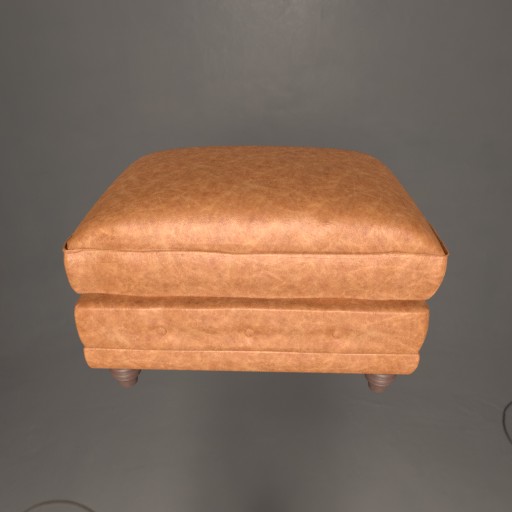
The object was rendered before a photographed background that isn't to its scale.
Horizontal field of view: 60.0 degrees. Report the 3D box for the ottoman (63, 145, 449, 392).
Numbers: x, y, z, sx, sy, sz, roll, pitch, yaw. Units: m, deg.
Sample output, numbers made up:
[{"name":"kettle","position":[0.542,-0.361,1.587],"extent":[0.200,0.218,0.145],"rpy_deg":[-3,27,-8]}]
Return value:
[{"name":"ottoman","position":[0.000,0.000,1.087],"extent":[0.710,0.480,0.533],"rpy_deg":[1,30,1]}]
